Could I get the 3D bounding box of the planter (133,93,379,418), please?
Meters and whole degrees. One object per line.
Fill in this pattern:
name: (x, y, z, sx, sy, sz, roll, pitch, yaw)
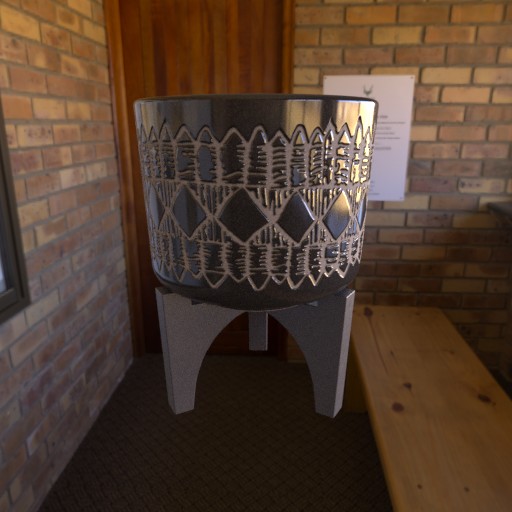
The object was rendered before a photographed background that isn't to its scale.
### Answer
planter: (0.000, 0.000, 0.401, 0.196, 0.264, 0.196, -8, 18, -27)
